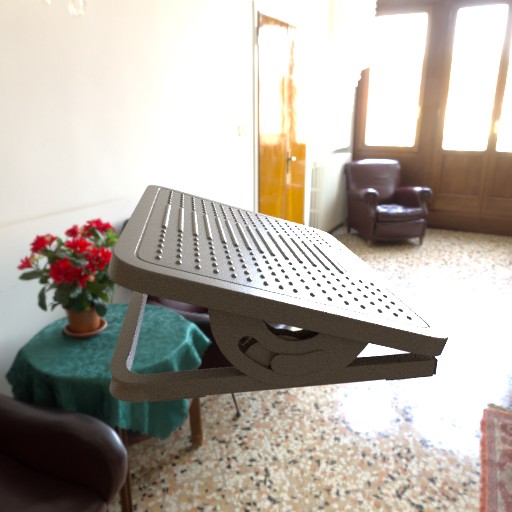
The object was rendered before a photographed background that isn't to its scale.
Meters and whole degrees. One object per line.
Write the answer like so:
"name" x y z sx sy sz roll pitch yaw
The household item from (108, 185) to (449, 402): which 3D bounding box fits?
"household item" 0.000 0.000 0.533 0.301 0.126 0.390 -3 18 -8
